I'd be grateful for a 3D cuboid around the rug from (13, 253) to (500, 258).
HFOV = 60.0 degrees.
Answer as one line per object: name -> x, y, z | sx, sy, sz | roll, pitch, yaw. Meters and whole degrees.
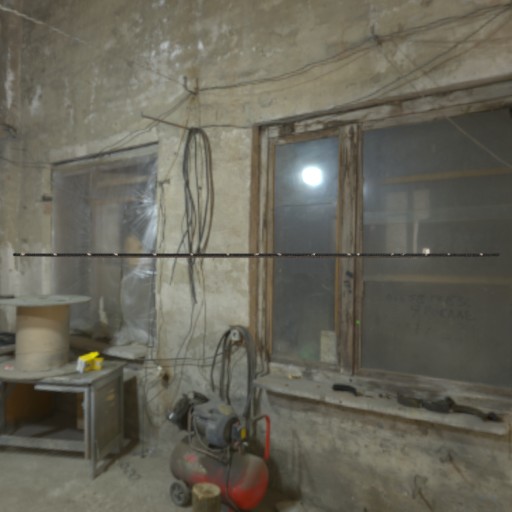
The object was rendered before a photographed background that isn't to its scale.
rug -> 0.000, 0.000, 2.259 | 1.830, 0.013, 1.223 | 0, 0, -1
